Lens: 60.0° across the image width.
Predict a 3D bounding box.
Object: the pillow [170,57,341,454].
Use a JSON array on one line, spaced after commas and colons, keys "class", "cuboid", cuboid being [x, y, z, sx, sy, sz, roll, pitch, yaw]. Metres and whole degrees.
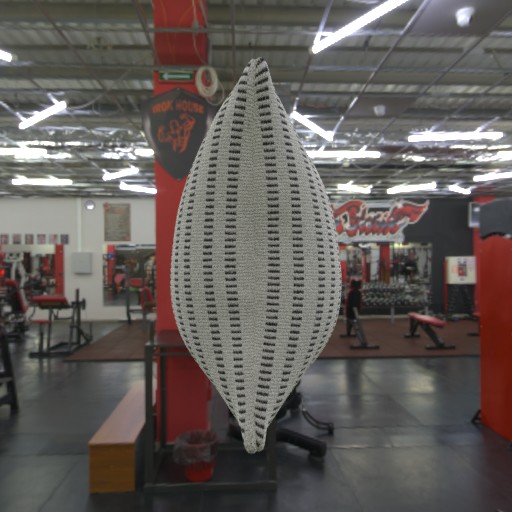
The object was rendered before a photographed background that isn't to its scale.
[{"class": "pillow", "cuboid": [0.000, 0.000, 0.678, 0.247, 0.419, 0.438, 0, 0, 0]}]
